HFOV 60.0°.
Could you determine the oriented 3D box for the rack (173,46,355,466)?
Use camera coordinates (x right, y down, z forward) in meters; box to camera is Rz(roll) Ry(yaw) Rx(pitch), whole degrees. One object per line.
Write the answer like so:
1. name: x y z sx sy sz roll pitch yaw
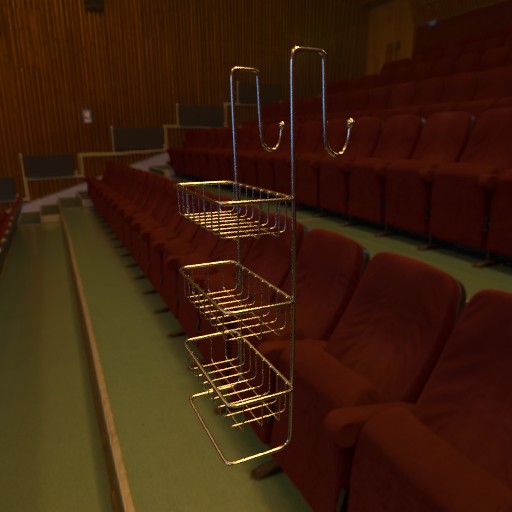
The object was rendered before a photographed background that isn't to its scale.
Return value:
1. rack: 0.000 0.000 0.694 0.202 0.574 0.228 -7 17 -24
